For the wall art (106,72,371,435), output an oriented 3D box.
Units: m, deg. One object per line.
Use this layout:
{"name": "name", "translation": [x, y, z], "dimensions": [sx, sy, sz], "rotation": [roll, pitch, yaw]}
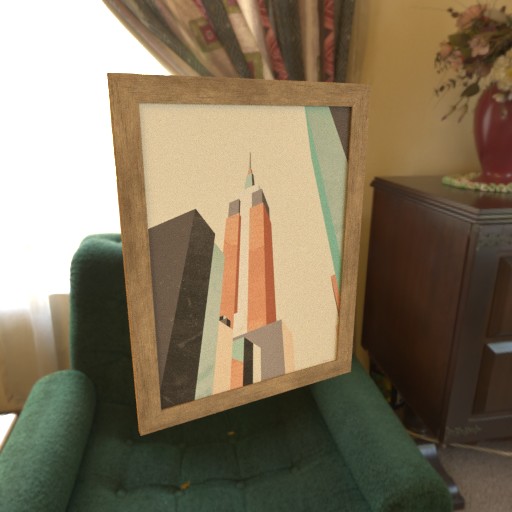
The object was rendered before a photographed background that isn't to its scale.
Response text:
{"name": "wall art", "translation": [0.000, 0.000, 0.924], "dimensions": [0.534, 0.686, 0.018], "rotation": [-8, 19, -26]}
